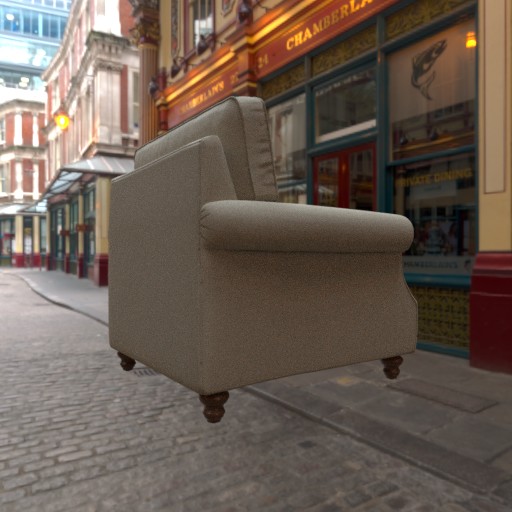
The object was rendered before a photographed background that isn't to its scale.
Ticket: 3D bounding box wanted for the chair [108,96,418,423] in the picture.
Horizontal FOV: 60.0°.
[{"bbox_3d":[0.000,0.000,1.809,0.966,0.967,1.029,0,0,-35],"label":"chair"}]
